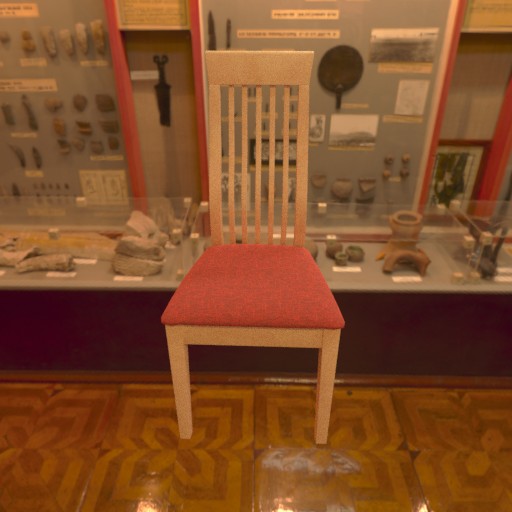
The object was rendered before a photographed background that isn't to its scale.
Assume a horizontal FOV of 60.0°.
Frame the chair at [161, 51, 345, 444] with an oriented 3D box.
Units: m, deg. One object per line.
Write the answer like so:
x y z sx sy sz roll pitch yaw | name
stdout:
0.000 0.000 1.266 0.460 1.027 0.474 1 31 2 | chair
